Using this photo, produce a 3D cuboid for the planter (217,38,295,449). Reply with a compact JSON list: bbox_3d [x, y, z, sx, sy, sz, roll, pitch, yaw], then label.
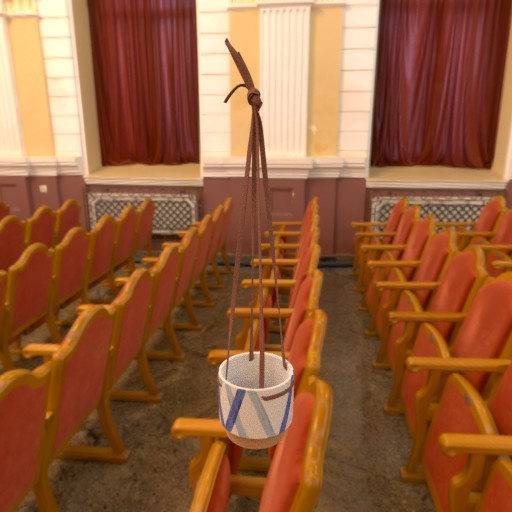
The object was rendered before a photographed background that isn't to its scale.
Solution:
[{"bbox_3d":[0.000,0.000,0.831,0.157,0.753,0.153,2,15,7],"label":"planter"}]
